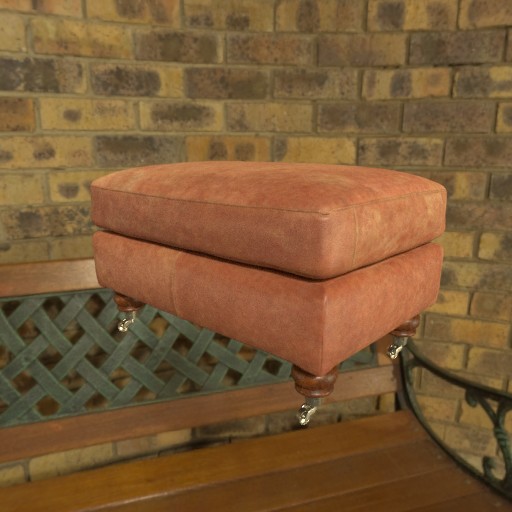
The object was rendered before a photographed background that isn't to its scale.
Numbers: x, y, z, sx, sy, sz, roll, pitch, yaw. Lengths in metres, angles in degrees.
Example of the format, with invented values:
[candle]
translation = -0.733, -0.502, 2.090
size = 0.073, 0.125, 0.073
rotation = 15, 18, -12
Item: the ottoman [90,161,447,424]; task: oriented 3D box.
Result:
[ottoman]
translation = 0.000, 0.000, 1.220
size = 0.852, 0.507, 0.565
rotation = 12, 18, 41
